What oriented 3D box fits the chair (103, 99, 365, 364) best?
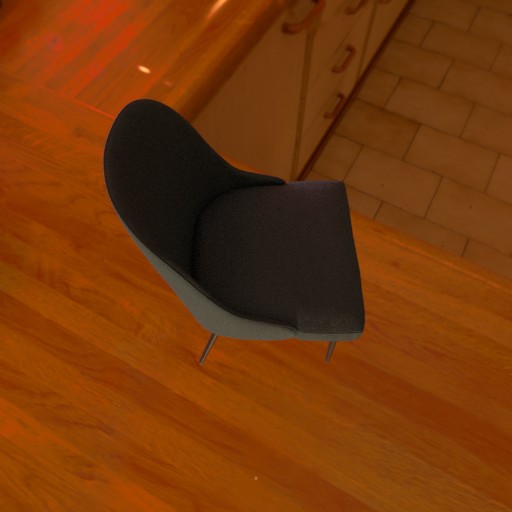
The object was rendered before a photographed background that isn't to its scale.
[{"bbox_3d":[0.000,0.000,1.215,0.559,0.896,0.478,-1,63,-1],"label":"chair"}]
